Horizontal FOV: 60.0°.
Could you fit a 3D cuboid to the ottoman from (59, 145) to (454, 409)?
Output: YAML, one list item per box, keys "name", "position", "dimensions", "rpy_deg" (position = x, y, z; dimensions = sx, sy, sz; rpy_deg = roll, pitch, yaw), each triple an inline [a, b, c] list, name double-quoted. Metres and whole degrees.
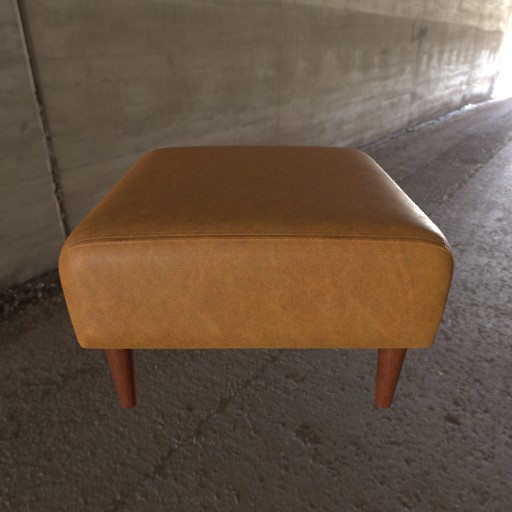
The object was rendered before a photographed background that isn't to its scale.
- name: "ottoman"
  position: [0.000, 0.000, 1.028]
  dimensions: [0.650, 0.399, 0.650]
  rpy_deg: [0, 26, 0]
